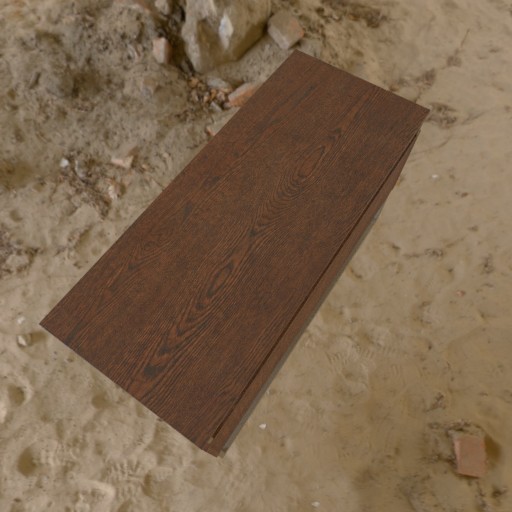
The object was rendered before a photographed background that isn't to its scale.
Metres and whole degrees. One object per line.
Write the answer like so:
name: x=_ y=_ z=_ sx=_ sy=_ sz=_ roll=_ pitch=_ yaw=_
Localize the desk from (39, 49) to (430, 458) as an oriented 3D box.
desk: x=0.000 y=0.000 z=1.800 sx=0.610 sy=0.792 sz=1.384 roll=31 pitch=67 yaw=15
